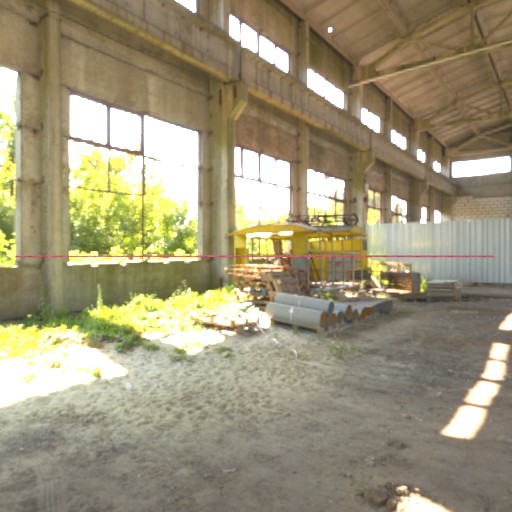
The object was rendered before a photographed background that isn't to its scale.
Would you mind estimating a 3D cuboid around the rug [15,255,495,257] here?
[{"bbox_3d":[0.000,0.000,4.241,3.306,0.011,2.389,0,0,1],"label":"rug"}]
